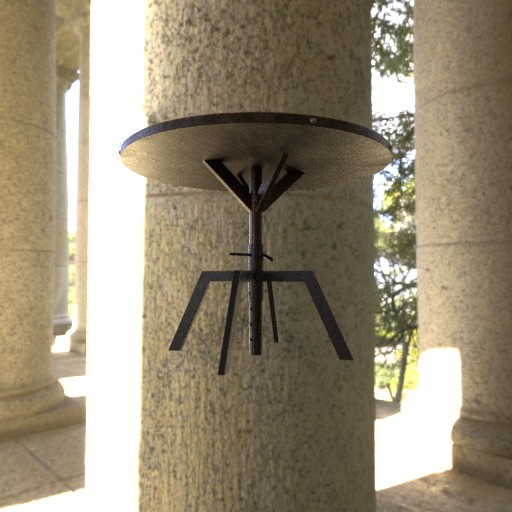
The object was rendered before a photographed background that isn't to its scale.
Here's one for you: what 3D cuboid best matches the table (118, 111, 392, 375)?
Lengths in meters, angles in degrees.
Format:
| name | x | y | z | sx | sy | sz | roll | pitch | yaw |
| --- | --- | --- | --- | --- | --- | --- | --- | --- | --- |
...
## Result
| name | x | y | z | sx | sy | sz | roll | pitch | yaw |
| --- | --- | --- | --- | --- | --- | --- | --- | --- | --- |
| table | 0.000 | 0.000 | 1.492 | 0.885 | 0.658 | 0.885 | 0 | -3 | 0 |
